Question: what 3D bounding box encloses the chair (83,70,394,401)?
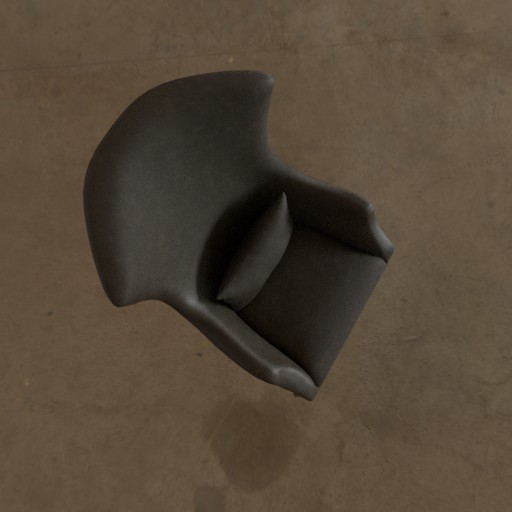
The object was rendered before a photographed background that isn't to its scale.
[{"bbox_3d":[0.000,0.000,1.700,0.954,1.068,0.819,30,78,7],"label":"chair"}]
